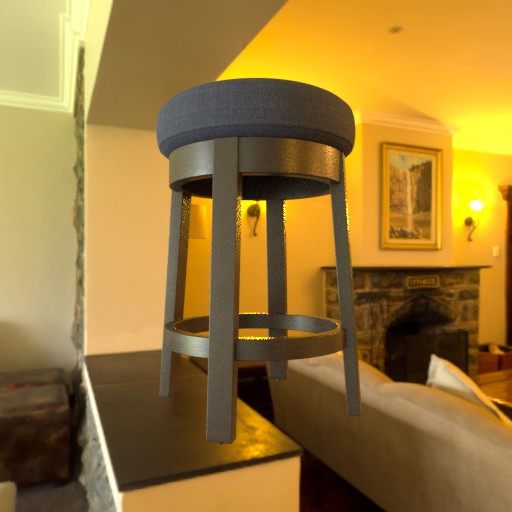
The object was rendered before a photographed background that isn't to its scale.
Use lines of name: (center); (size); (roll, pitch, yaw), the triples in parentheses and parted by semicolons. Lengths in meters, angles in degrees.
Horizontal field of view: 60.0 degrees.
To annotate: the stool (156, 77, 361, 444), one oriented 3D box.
stool: (0.000, 0.000, 0.977); (0.449, 0.655, 0.449); (0, -1, 0)
